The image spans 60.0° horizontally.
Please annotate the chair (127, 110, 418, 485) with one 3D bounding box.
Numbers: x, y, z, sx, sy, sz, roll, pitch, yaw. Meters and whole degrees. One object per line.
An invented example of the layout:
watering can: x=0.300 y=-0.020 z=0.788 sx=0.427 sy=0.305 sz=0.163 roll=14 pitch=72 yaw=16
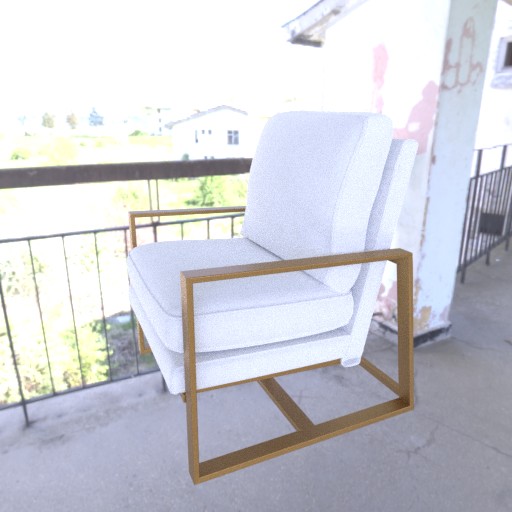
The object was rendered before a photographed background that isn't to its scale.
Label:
chair: x=0.000 y=0.000 z=1.538 sx=0.813 sy=0.966 sz=0.805 roll=-8 pitch=20 yaw=-24
